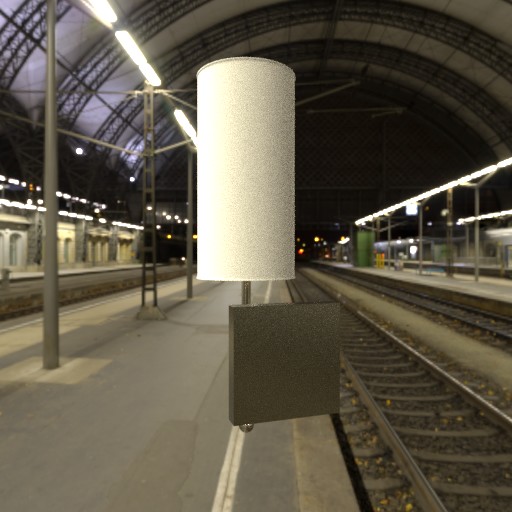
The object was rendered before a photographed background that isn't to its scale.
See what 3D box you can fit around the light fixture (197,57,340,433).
[{"bbox_3d":[0.000,0.000,0.541,0.128,0.462,0.208,0,0,-19],"label":"light fixture"}]
